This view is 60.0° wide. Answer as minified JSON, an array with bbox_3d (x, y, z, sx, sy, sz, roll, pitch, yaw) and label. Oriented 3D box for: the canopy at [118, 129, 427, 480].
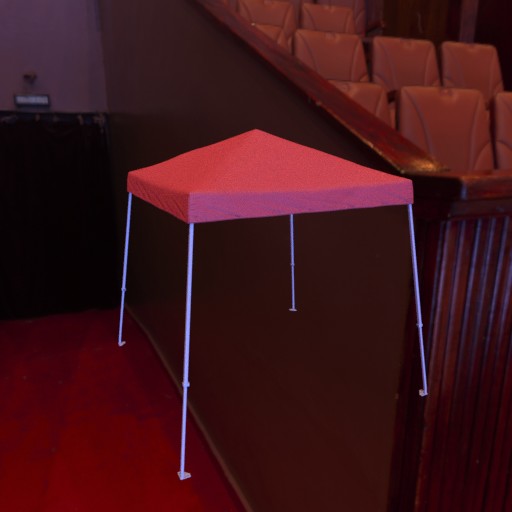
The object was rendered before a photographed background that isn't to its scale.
[{"bbox_3d":[0.000,0.000,6.547,3.599,3.600,3.600,-7,17,-26],"label":"canopy"}]
